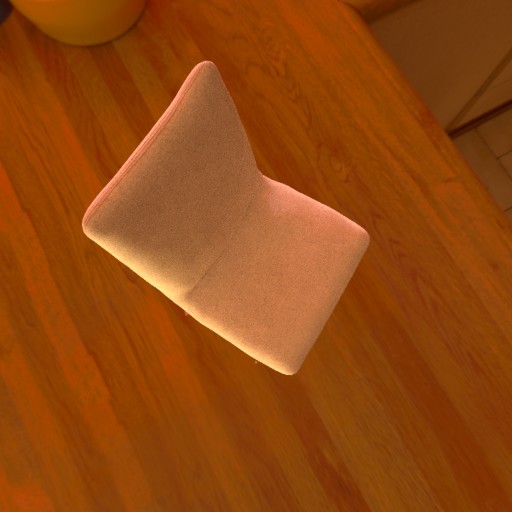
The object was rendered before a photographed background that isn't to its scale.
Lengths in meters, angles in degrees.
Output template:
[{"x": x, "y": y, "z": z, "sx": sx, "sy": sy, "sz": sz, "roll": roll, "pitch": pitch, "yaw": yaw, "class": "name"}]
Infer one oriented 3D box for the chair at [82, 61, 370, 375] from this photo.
[{"x": 0.000, "y": 0.000, "z": 1.341, "sx": 0.563, "sy": 0.974, "sz": 0.522, "roll": 30, "pitch": 78, "yaw": 7, "class": "chair"}]
